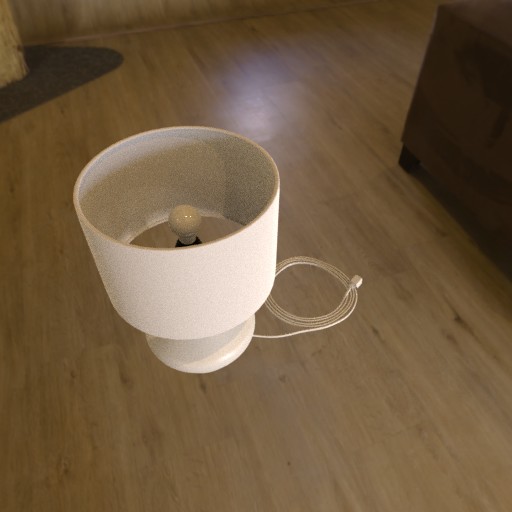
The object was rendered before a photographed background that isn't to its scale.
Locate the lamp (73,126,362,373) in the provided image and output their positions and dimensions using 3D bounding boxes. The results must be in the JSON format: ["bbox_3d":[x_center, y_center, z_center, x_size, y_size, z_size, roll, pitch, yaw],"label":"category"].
[{"bbox_3d":[0.000,0.000,0.870,0.546,0.457,0.401,-3,47,-3],"label":"lamp"}]
